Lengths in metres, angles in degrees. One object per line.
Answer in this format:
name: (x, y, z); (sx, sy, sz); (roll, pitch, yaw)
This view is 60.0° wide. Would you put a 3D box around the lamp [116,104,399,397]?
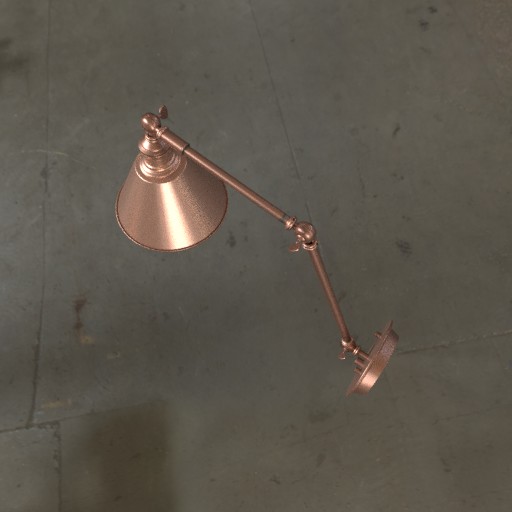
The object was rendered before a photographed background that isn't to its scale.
lamp: (0.000, 0.000, 0.850); (0.624, 0.502, 0.223); (31, 68, 14)
